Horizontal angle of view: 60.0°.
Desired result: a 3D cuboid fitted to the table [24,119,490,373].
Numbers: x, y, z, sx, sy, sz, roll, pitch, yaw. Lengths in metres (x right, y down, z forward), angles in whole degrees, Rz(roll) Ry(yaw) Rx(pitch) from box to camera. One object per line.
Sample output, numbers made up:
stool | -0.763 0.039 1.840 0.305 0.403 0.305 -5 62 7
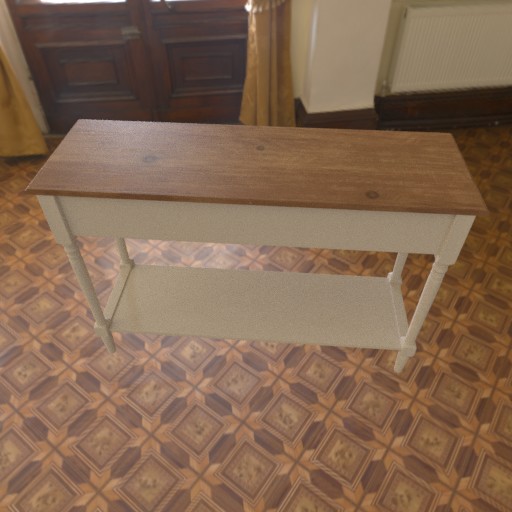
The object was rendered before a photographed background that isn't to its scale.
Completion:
table | 0.000 0.000 1.569 1.219 0.800 0.399 3 44 3
